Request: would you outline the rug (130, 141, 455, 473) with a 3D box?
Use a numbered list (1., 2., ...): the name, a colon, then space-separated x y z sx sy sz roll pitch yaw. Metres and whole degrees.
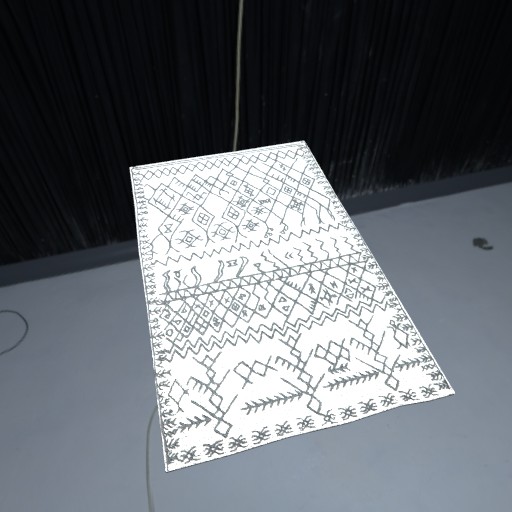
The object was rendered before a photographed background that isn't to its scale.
1. rug: 0.000 0.000 3.004 1.530 0.012 2.444 -11 49 -10
